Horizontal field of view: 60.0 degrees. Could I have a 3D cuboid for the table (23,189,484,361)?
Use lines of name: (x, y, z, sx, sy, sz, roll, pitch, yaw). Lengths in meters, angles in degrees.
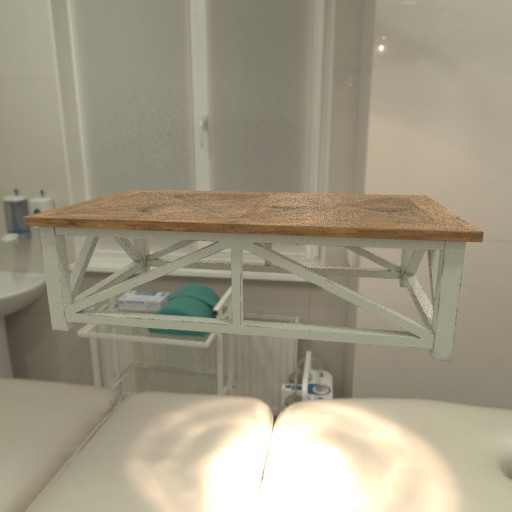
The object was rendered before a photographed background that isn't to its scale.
table: (0.000, 0.000, 1.757, 1.400, 0.410, 0.800, 3, 15, 9)
